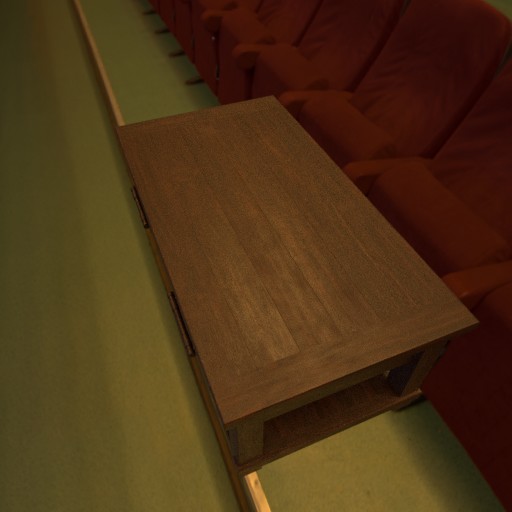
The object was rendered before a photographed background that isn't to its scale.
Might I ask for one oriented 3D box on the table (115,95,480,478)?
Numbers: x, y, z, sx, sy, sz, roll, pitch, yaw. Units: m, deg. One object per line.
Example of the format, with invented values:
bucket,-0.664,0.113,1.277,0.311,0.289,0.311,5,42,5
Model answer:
table,0.000,0.000,1.593,0.700,0.494,1.270,-17,49,-15
